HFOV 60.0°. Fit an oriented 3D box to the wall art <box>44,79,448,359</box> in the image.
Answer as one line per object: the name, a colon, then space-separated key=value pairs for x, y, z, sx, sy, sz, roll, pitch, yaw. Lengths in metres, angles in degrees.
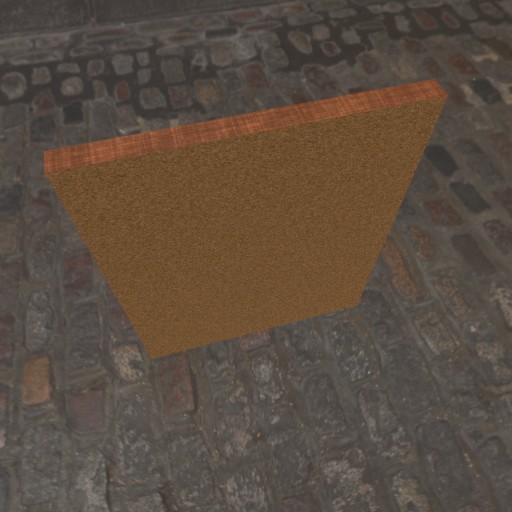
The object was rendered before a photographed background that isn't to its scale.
wall art: x=0.000 y=0.000 z=0.743 sx=0.467 sy=0.567 sz=0.033 roll=-13 pitch=58 yaw=-8
